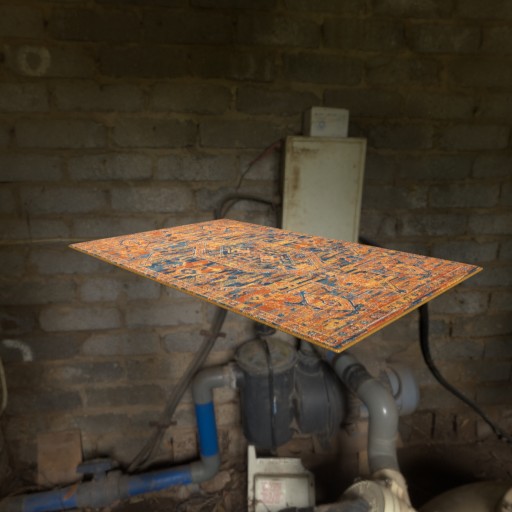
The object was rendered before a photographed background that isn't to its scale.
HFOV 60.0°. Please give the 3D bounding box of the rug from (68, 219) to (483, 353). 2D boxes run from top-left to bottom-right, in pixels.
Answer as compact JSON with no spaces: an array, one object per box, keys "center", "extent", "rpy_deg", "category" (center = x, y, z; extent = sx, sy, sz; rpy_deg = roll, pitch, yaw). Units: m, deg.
[{"center":[0.000,0.000,1.082],"extent":[0.863,0.008,0.557],"rpy_deg":[14,21,43],"category":"rug"}]
